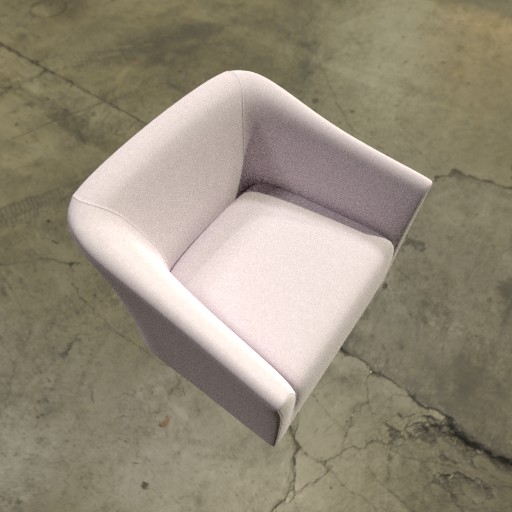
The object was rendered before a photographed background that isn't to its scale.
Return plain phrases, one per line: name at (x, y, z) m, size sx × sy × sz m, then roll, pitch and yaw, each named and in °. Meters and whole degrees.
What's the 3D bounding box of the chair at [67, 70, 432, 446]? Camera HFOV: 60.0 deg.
chair at (0.000, 0.000, 1.372) m, size 0.700 × 0.720 × 0.790 m, roll 31°, pitch 63°, yaw 18°
